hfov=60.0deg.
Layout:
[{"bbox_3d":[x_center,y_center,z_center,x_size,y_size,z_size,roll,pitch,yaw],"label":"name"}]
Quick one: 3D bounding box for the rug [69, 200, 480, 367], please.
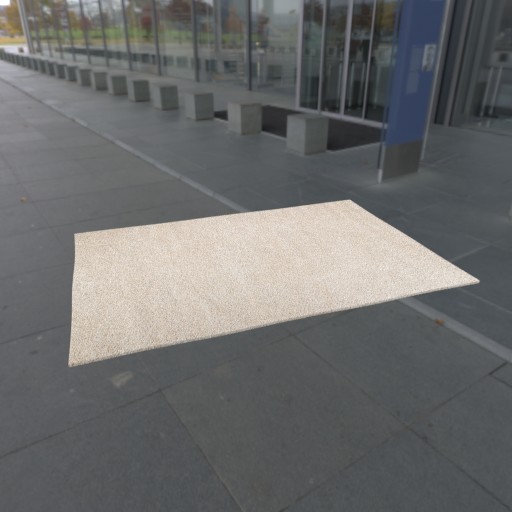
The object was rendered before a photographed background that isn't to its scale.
[{"bbox_3d":[0.000,0.000,3.476,2.699,0.025,1.800,-9,28,-17],"label":"rug"}]
